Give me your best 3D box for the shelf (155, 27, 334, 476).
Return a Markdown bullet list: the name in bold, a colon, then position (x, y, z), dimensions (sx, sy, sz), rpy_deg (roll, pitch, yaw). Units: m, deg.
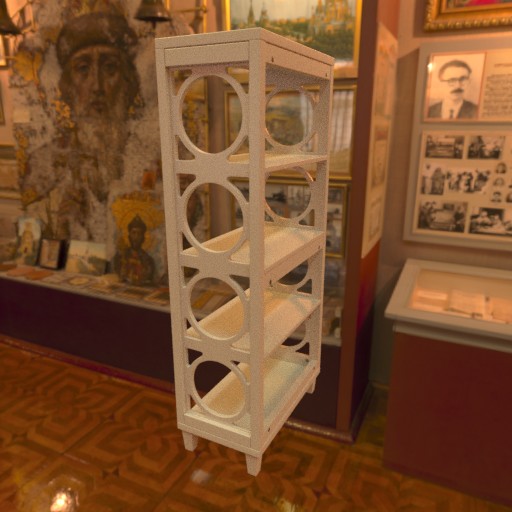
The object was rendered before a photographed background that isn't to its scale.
- **shelf**: position (0.000, 0.000, 1.652), dimensions (0.340, 1.411, 0.611), rpy_deg (8, 18, 26)
